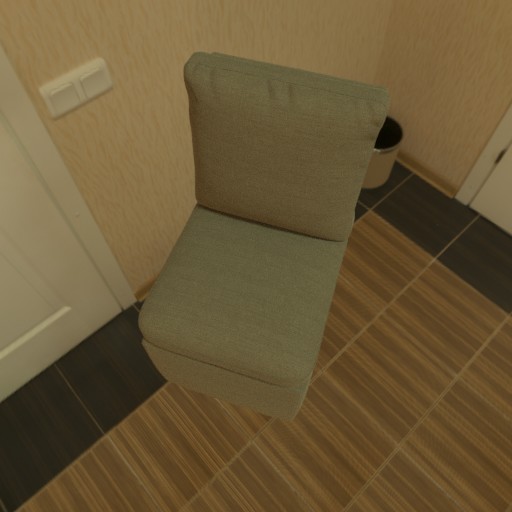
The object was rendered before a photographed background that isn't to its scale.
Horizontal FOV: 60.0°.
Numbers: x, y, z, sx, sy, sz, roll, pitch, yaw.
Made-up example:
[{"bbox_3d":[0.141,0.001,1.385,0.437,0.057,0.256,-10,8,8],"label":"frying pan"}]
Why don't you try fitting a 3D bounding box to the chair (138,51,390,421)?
[{"bbox_3d":[0.000,0.000,1.304,0.503,0.927,0.698,16,60,9],"label":"chair"}]
